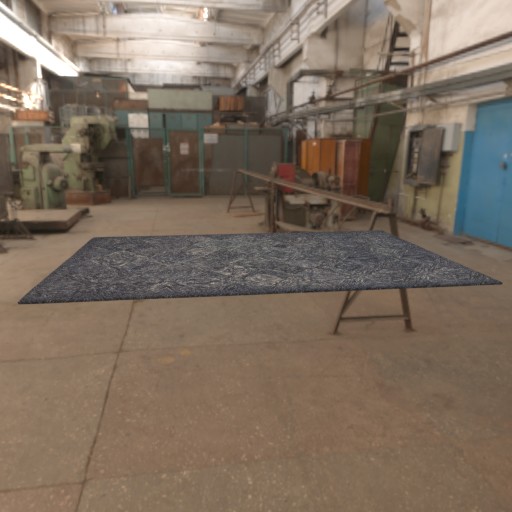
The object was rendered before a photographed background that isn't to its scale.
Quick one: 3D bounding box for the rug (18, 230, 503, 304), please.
[{"bbox_3d":[0.000,0.000,2.123,1.754,0.010,1.139,-2,14,-7],"label":"rug"}]
